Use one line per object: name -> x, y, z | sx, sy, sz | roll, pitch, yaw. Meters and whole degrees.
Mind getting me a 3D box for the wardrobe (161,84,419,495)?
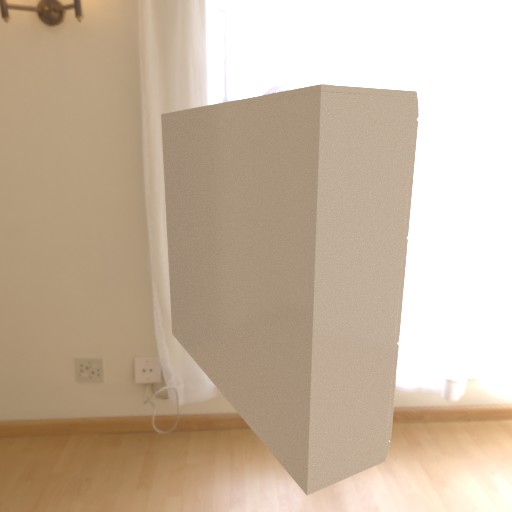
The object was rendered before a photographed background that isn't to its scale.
wardrobe -> 0.000, 0.000, 1.868 | 0.360, 1.200, 1.340 | -8, 16, -27
